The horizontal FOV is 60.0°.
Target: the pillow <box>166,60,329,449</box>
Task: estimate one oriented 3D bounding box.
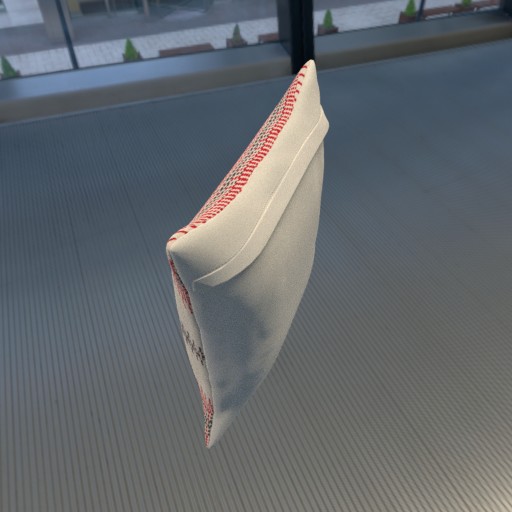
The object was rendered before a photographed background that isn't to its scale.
[{"bbox_3d":[0.000,0.000,0.707,0.160,0.454,0.463,15,47,15],"label":"pillow"}]
